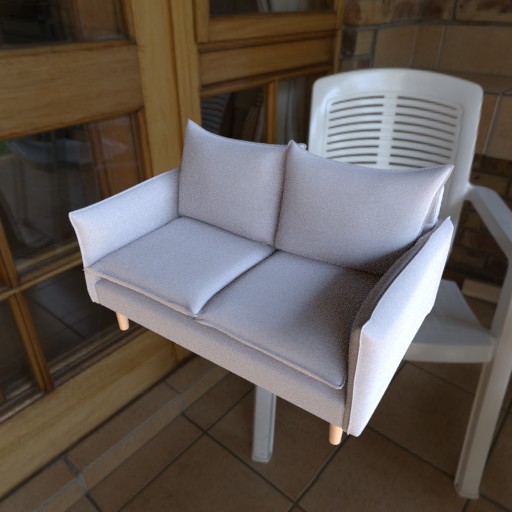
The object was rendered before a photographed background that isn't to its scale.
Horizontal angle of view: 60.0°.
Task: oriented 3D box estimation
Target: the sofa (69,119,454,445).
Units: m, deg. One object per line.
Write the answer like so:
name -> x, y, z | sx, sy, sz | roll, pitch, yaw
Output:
sofa -> 0.000, 0.000, 1.800 | 1.300, 0.840, 0.820 | 19, 36, 29
